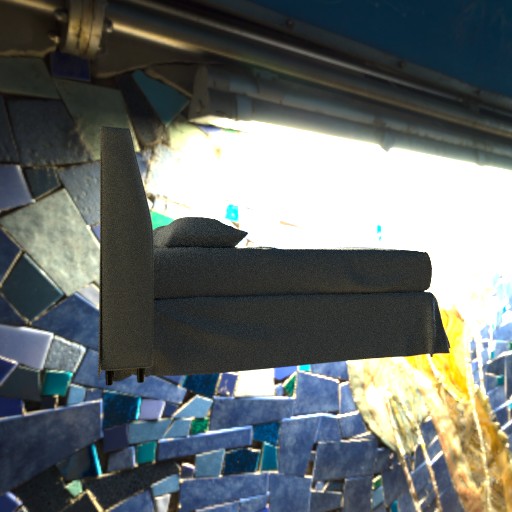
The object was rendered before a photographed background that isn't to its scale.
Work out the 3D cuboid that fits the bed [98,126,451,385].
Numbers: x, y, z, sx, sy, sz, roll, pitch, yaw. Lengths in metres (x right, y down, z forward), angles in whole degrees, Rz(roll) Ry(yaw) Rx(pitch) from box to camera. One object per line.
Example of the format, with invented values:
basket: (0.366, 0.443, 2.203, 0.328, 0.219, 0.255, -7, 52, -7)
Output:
bed: (0.000, 0.000, 3.450, 2.276, 1.332, 1.925, 0, 0, -18)
